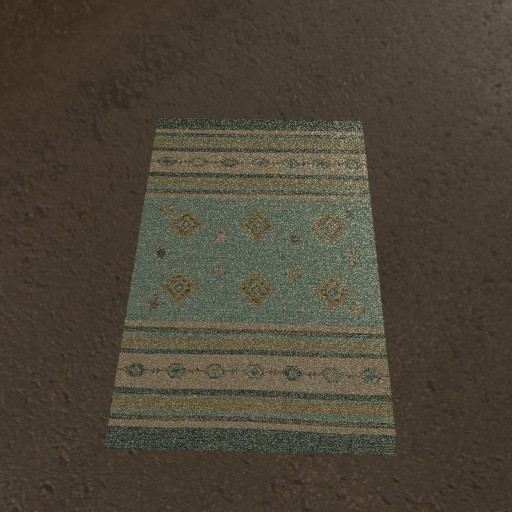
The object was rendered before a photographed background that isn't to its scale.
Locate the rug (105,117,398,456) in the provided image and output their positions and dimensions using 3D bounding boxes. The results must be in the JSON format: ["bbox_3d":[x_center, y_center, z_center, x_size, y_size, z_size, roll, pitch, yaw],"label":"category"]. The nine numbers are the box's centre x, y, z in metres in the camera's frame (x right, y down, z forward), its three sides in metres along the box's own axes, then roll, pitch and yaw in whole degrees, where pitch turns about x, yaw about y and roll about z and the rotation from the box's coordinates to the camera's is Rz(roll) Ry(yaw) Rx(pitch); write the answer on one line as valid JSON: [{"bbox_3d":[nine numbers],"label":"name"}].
[{"bbox_3d":[0.000,0.000,2.236,1.212,0.010,1.811,1,64,1],"label":"rug"}]
